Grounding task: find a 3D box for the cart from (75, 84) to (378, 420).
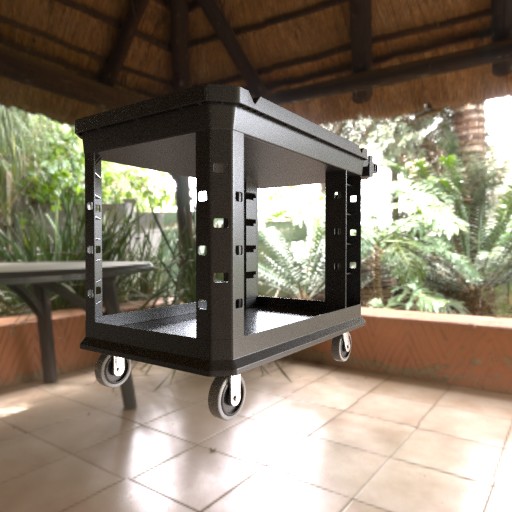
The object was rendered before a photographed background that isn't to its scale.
[{"bbox_3d":[0.000,0.000,1.776,0.674,0.884,1.239,1,1,35],"label":"cart"}]
